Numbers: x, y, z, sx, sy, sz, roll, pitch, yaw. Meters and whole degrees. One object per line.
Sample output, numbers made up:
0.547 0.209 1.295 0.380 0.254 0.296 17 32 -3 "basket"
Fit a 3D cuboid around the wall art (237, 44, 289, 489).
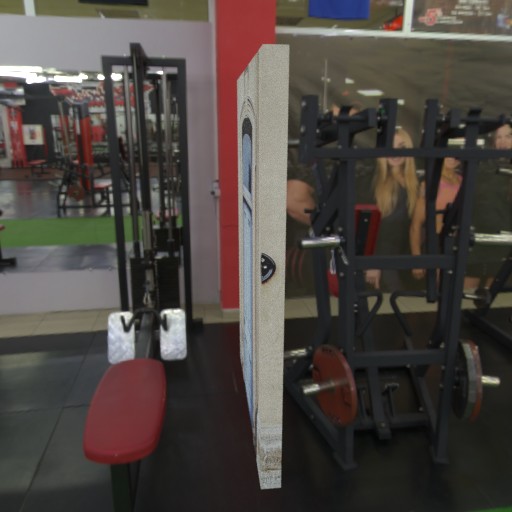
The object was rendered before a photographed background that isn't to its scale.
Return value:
0.000 0.000 0.969 0.038 0.764 0.508 -2 16 -6 "wall art"
